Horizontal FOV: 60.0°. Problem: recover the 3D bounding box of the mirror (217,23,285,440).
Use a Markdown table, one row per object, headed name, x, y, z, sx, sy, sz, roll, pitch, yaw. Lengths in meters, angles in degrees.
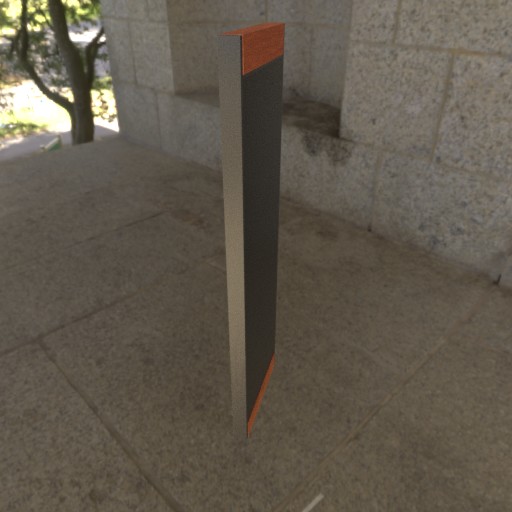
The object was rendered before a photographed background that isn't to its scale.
| name | x | y | z | sx | sy | sz | roll | pitch | yaw |
| --- | --- | --- | --- | --- | --- | --- | --- | --- | --- |
| mirror | 0.000 | 0.000 | 1.224 | 0.047 | 1.123 | 0.343 | 9 | 32 | 14 |
